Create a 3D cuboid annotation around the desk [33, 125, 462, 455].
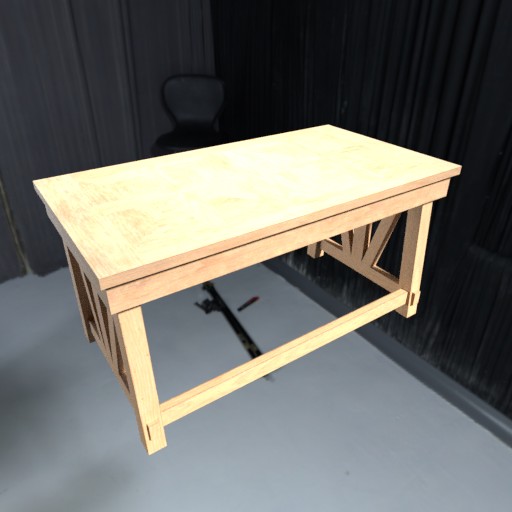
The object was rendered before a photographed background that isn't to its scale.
[{"bbox_3d":[0.000,0.000,1.949,1.499,0.762,0.813,-19,36,-29],"label":"desk"}]
